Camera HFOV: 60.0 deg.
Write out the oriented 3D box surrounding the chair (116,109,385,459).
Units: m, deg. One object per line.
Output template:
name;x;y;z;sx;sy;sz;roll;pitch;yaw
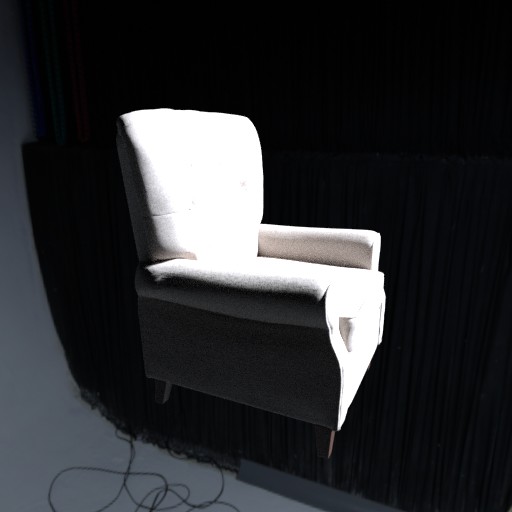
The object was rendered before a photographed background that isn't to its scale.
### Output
chair;0.000;0.000;1.916;1.025;1.209;0.942;8;18;25
